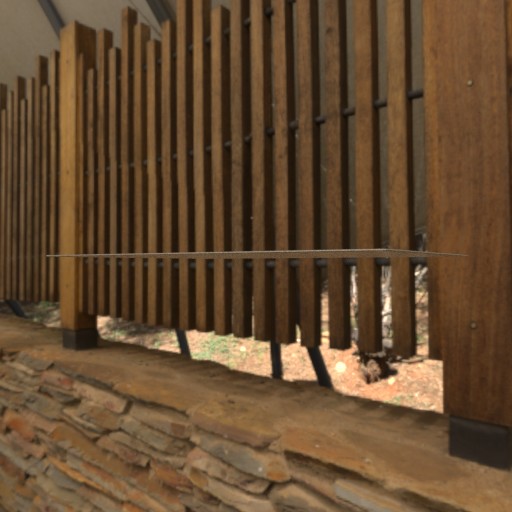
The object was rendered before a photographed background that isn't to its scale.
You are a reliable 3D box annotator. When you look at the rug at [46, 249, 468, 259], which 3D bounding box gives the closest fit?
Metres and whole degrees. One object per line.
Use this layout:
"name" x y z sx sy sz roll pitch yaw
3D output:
"rug" 0.000 0.000 3.683 2.890 0.013 2.005 -1 -1 35
